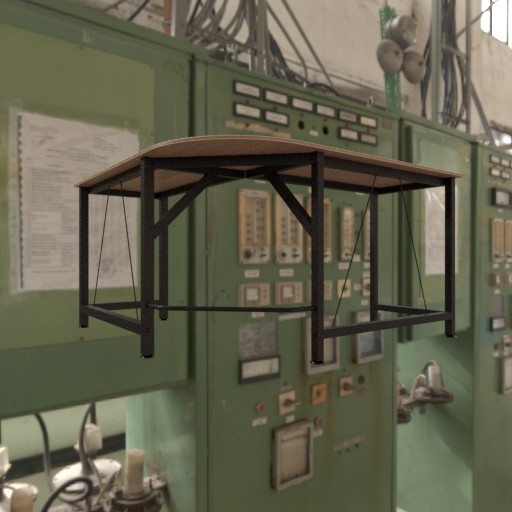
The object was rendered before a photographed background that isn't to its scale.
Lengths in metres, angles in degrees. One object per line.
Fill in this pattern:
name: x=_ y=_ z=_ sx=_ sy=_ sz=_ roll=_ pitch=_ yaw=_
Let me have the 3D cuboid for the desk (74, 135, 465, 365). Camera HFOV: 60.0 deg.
desk: x=0.000 y=0.000 z=2.225 sx=1.400 sy=0.762 sz=1.400 roll=0 pitch=0 yaw=-36
